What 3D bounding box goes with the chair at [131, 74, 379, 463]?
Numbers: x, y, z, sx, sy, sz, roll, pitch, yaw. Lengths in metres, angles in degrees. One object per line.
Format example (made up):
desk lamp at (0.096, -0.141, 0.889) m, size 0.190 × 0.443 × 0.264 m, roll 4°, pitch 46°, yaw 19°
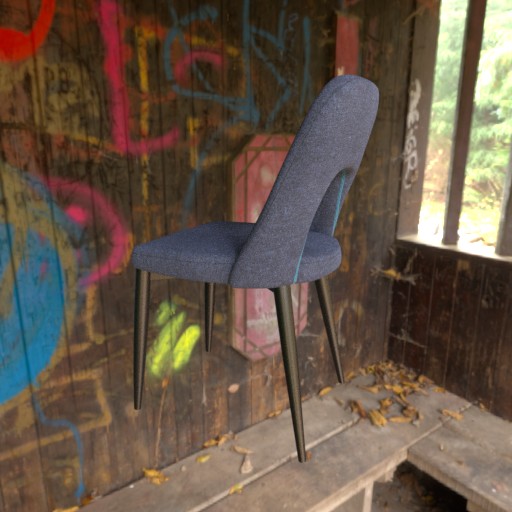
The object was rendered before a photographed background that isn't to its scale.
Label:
chair at (0.000, 0.000, 1.280) m, size 0.612 × 0.931 × 0.470 m, roll 7°, pitch 16°, yaw 24°
